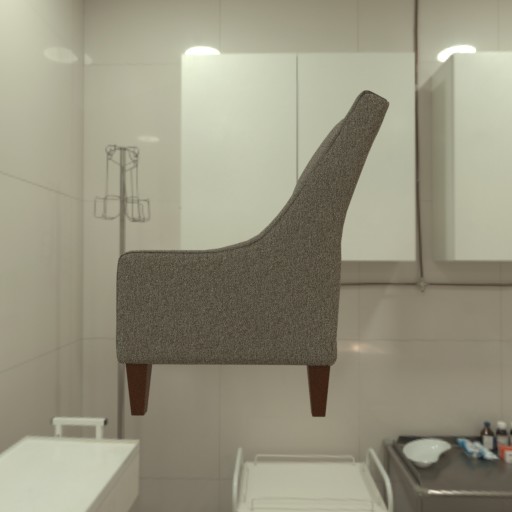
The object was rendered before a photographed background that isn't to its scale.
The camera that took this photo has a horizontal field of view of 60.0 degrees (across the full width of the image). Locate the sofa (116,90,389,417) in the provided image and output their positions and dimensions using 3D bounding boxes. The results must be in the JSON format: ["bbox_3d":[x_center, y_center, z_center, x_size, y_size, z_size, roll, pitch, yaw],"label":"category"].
[{"bbox_3d":[0.000,0.000,1.982,0.862,1.026,1.242,0,-1,1],"label":"sofa"}]
